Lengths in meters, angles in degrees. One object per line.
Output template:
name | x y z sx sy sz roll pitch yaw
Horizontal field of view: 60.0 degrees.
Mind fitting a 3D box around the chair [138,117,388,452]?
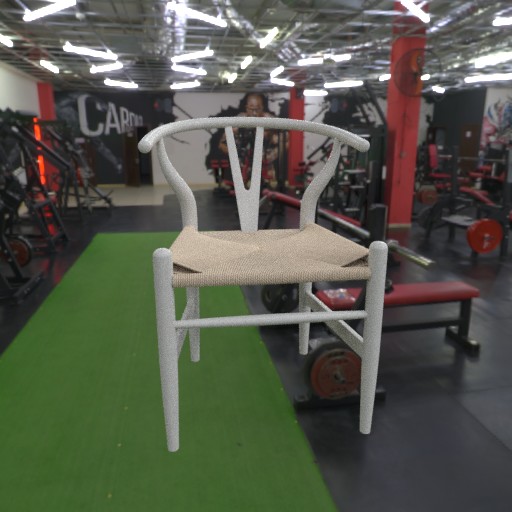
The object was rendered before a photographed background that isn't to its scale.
chair | 0.000 0.000 1.183 0.569 0.730 0.579 -2 15 -8
